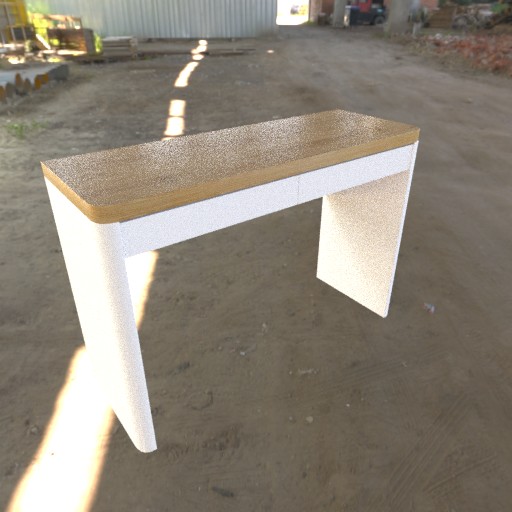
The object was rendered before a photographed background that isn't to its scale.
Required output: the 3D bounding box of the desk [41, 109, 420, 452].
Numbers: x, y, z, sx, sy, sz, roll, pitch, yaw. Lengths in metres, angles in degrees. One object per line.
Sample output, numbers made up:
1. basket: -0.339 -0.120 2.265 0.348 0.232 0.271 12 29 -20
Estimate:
1. desk: 0.000 0.000 1.485 1.100 0.760 0.390 -21 35 -32
